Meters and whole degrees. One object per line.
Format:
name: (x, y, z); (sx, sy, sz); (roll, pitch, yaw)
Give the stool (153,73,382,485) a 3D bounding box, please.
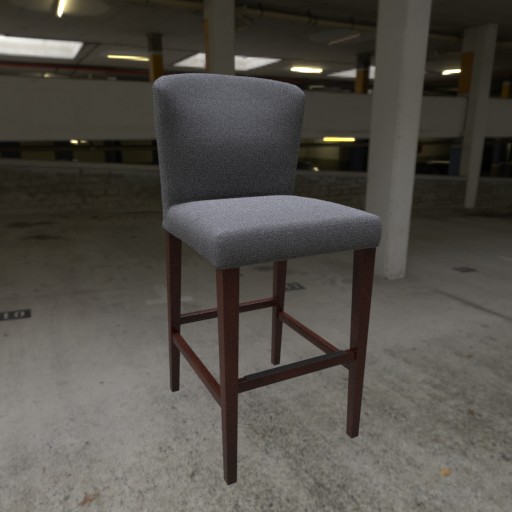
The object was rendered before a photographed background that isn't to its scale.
stool: (0.000, 0.000, 1.330); (0.486, 1.069, 0.568); (-8, 17, -26)
